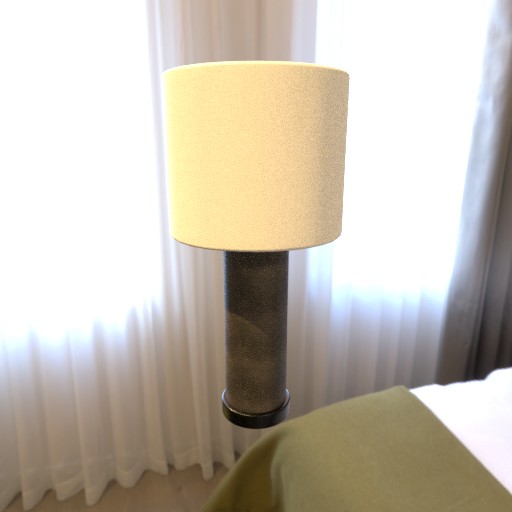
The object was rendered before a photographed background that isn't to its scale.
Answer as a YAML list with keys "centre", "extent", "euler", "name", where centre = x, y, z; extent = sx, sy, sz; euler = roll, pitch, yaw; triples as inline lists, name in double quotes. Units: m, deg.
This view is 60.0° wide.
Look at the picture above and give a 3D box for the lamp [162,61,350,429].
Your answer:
- centre: [0.000, 0.000, 0.811]
  extent: [0.305, 0.634, 0.305]
  euler: [14, 21, 43]
  name: "lamp"
